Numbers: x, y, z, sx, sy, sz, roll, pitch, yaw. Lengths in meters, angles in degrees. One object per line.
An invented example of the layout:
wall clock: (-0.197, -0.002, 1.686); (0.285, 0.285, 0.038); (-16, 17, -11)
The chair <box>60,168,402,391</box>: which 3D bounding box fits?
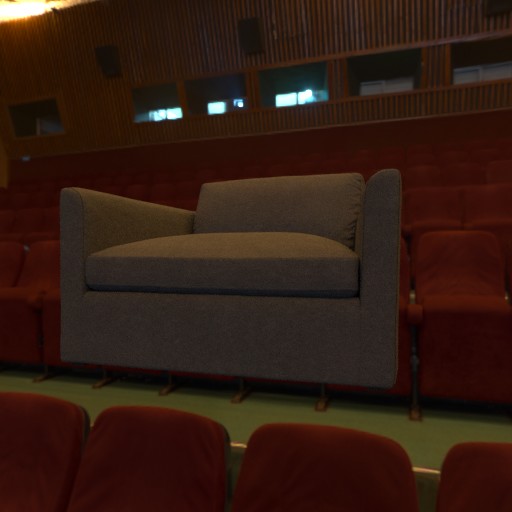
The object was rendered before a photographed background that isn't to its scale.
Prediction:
chair: (0.000, 0.000, 1.937); (1.190, 0.845, 1.091); (0, 0, 17)
